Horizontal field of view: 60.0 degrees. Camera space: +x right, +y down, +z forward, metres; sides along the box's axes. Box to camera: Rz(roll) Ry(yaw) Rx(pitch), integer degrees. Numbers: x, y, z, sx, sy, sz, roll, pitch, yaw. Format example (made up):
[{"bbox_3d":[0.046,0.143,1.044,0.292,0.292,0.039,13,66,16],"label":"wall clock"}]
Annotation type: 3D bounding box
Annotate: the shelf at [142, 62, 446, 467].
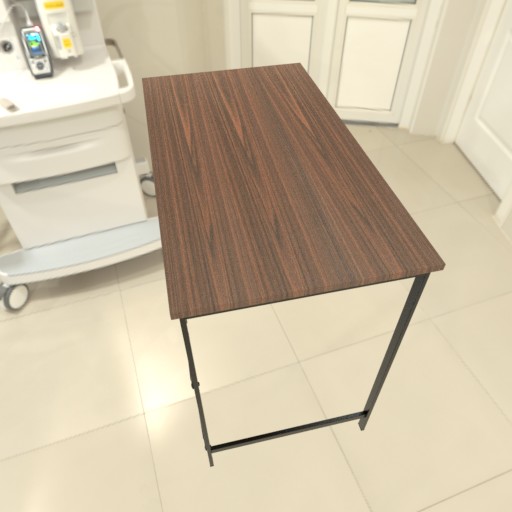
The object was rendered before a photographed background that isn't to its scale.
[{"bbox_3d":[0.000,0.000,1.338,0.498,0.750,0.902,-9,47,-9],"label":"shelf"}]
